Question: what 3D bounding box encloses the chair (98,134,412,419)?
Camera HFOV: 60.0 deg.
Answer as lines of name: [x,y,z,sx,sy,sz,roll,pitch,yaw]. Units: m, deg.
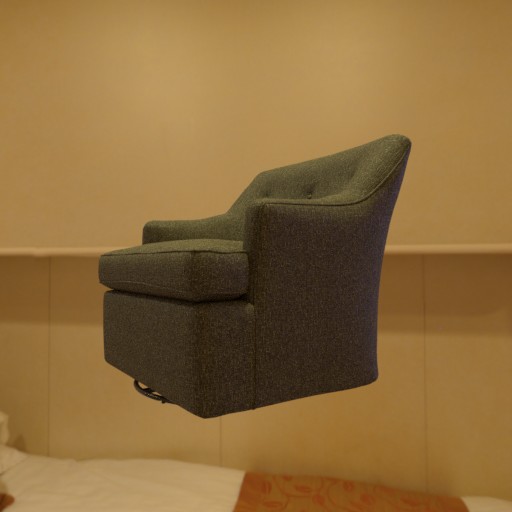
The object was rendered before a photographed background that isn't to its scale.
chair: [0.000,0.000,1.601,0.923,0.856,0.864,1,-1,-35]
